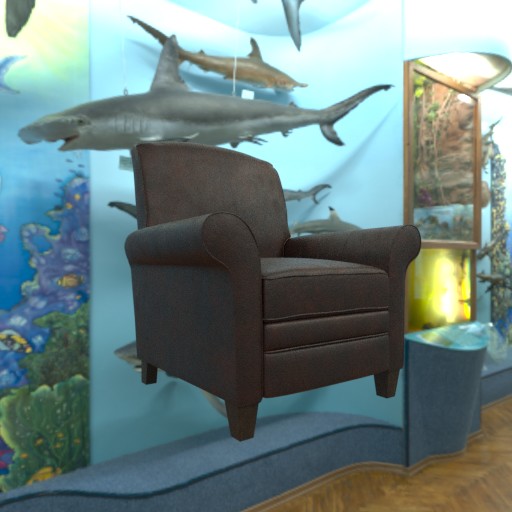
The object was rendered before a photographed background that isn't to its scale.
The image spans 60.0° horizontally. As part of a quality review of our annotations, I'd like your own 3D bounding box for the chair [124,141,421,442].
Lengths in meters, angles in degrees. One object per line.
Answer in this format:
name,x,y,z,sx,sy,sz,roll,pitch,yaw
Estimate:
chair,0.000,0.000,1.803,0.978,1.061,0.902,0,0,-36
